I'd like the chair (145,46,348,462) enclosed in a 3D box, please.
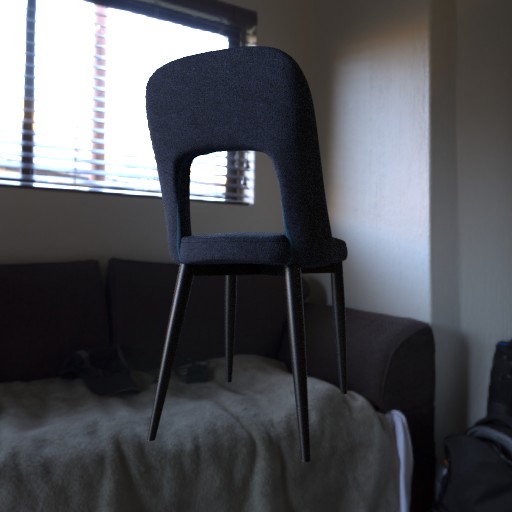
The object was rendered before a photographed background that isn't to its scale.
[{"bbox_3d":[0.000,0.000,1.269,0.470,0.931,0.612,0,0,19],"label":"chair"}]
